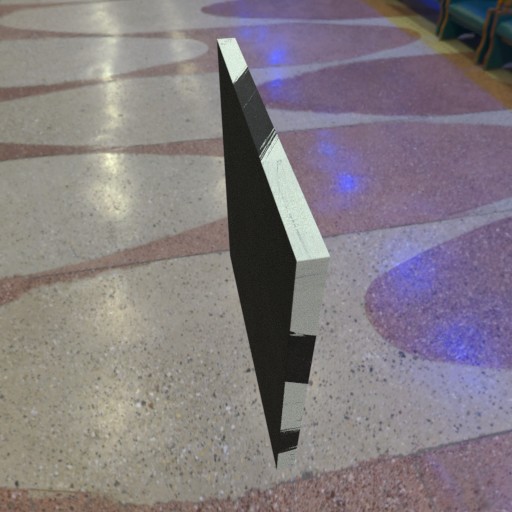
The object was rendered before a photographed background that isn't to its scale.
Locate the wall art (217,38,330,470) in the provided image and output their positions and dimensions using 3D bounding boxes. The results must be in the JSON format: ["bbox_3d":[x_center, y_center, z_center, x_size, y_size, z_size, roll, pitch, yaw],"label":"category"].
[{"bbox_3d":[0.000,0.000,1.105,0.046,0.765,0.765,-8,46,-8],"label":"wall art"}]
